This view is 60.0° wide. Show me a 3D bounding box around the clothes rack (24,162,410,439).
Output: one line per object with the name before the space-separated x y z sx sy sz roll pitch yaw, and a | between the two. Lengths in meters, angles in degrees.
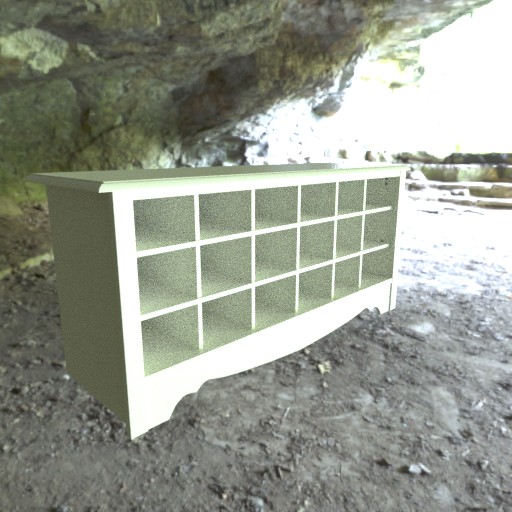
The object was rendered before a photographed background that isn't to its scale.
clothes rack | 0.000 0.000 1.437 1.218 0.558 0.405 -13 19 -43
